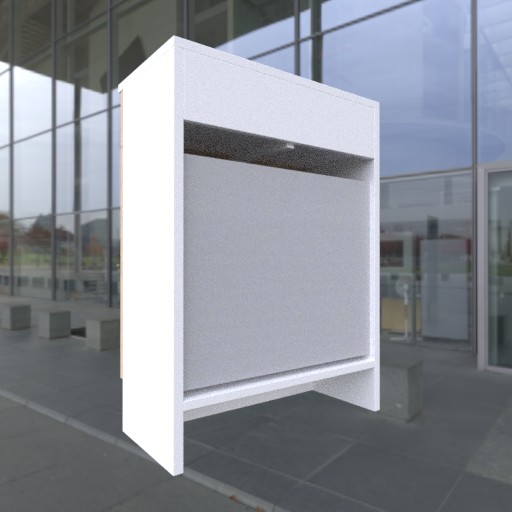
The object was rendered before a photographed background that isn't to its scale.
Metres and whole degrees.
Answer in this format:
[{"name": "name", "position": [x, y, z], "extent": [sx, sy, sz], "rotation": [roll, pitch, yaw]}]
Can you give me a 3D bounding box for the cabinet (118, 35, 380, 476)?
[{"name": "cabinet", "position": [0.000, 0.000, 1.115], "extent": [0.600, 0.815, 0.296], "rotation": [0, 0, -37]}]
